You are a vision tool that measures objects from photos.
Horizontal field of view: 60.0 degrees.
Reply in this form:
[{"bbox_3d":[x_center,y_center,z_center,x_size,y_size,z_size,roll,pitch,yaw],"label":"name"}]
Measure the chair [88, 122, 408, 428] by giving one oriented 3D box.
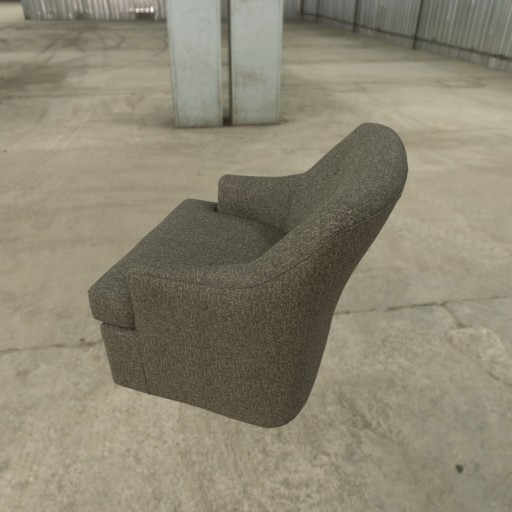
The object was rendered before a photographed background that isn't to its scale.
[{"bbox_3d":[0.000,0.000,1.595,0.923,0.856,0.864,9,33,15],"label":"chair"}]
